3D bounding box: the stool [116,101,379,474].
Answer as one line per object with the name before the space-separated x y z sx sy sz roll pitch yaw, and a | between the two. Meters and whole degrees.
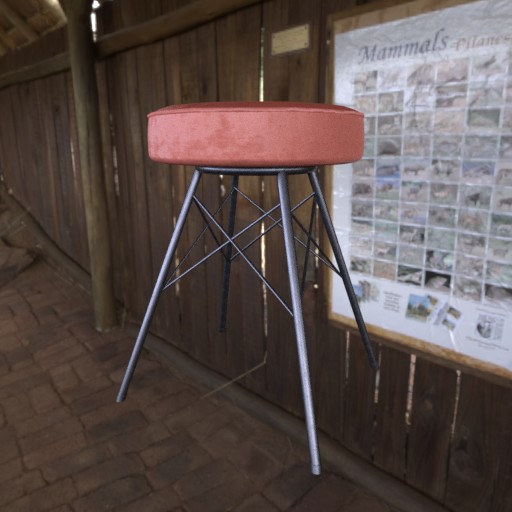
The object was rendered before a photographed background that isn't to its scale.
stool | 0.000 0.000 0.929 0.457 0.593 0.421 8 16 27
